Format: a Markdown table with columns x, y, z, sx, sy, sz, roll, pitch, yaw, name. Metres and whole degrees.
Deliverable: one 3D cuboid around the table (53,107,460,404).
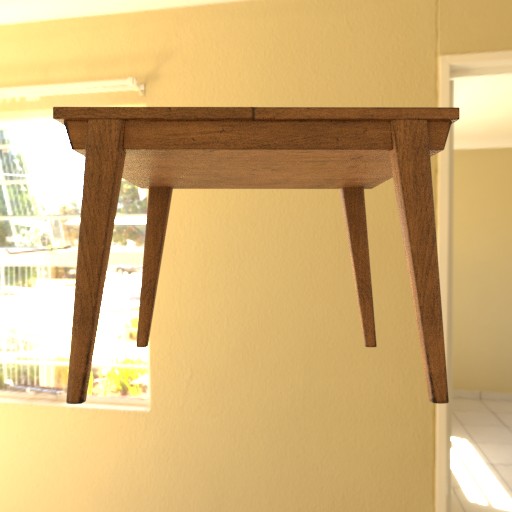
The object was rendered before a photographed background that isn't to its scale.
| x | y | z | sx | sy | sz | roll | pitch | yaw | name |
| --- | --- | --- | --- | --- | --- | --- | --- | --- | --- |
| 0.000 | 0.000 | 1.502 | 1.027 | 0.760 | 0.757 | 0 | 0 | 0 | table |
